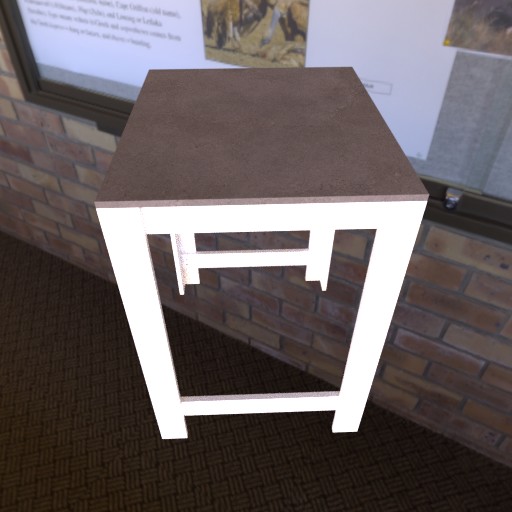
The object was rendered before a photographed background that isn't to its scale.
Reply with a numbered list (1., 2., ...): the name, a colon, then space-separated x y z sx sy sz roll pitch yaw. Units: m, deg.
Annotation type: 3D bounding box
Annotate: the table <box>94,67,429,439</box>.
1. table: 0.000 0.000 1.560 0.700 1.020 0.800 -2 41 -2
